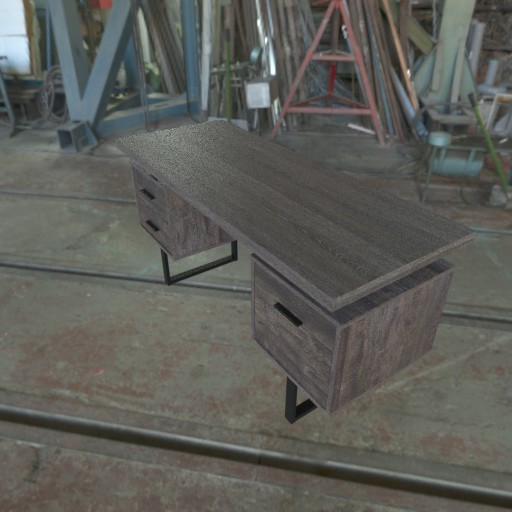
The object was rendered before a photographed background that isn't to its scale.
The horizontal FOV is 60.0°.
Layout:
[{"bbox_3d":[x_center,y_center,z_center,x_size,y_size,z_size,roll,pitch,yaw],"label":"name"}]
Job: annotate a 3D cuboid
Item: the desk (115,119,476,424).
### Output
[{"bbox_3d":[0.000,0.000,1.955,0.600,0.760,1.524,-20,38,-29],"label":"desk"}]
